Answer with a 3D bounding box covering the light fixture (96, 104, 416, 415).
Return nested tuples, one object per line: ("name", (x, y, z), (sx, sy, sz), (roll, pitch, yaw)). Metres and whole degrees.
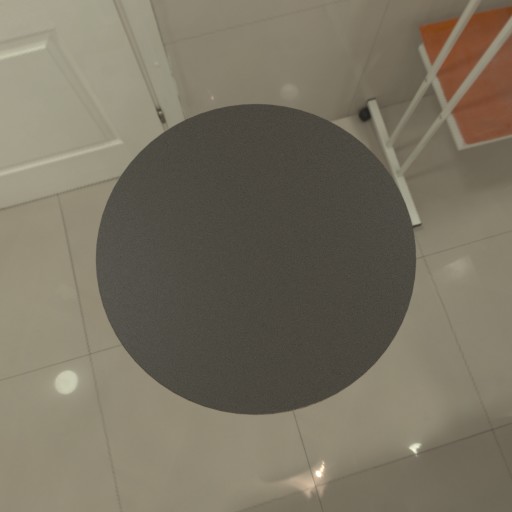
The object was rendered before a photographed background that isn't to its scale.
("light fixture", (0.000, 0.000, 0.556), (0.368, 0.100, 0.368), (0, 76, 0))
